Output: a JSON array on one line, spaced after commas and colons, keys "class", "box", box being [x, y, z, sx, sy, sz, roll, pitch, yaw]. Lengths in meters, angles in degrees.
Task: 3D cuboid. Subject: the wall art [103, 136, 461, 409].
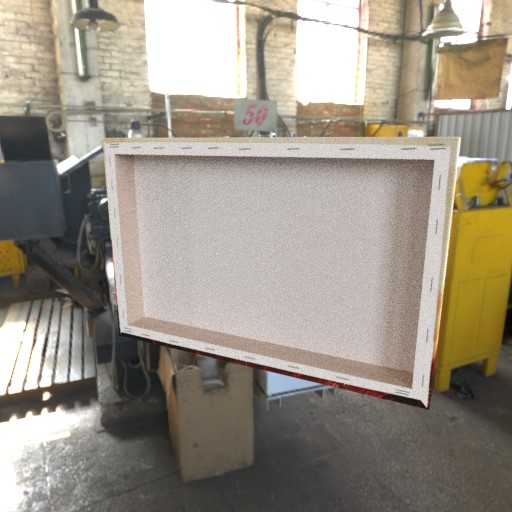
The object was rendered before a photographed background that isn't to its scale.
[{"class": "wall art", "box": [0.000, 0.000, 0.486, 0.383, 0.251, 0.037, 7, 16, 25]}]
